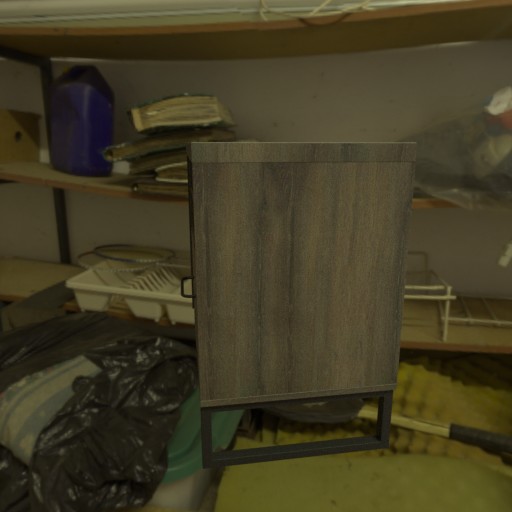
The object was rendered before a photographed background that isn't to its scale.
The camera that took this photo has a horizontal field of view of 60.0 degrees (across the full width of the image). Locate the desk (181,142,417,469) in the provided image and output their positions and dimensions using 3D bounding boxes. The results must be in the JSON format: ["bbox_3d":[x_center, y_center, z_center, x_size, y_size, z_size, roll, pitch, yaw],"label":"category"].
[{"bbox_3d":[0.000,0.000,1.531,0.511,0.752,1.134,-2,14,-9],"label":"desk"}]
